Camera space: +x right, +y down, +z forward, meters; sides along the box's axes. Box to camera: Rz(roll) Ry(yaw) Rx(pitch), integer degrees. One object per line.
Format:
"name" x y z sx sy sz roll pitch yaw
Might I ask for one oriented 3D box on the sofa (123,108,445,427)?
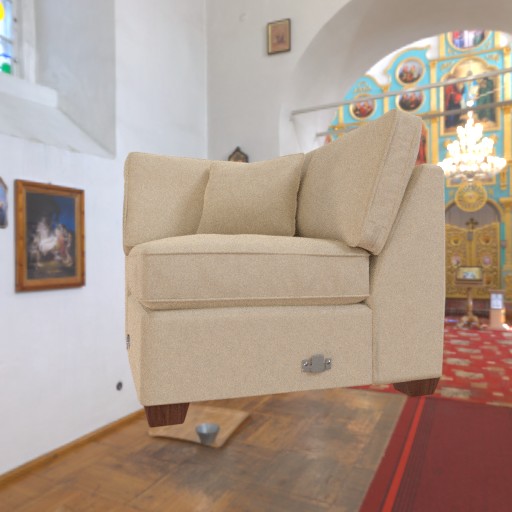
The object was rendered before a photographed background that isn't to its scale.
"sofa" 0.000 0.000 1.912 1.084 1.002 1.146 0 -1 -19
